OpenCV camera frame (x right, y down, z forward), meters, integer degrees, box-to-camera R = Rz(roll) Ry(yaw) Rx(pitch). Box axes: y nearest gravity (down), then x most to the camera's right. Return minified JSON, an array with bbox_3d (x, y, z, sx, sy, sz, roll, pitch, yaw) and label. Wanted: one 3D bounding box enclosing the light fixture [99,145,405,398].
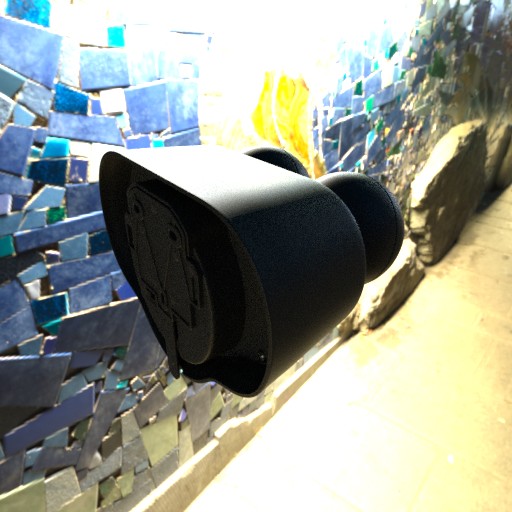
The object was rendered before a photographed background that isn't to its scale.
[{"bbox_3d":[0.000,0.000,0.340,0.159,0.159,0.229,-19,33,-32],"label":"light fixture"}]
